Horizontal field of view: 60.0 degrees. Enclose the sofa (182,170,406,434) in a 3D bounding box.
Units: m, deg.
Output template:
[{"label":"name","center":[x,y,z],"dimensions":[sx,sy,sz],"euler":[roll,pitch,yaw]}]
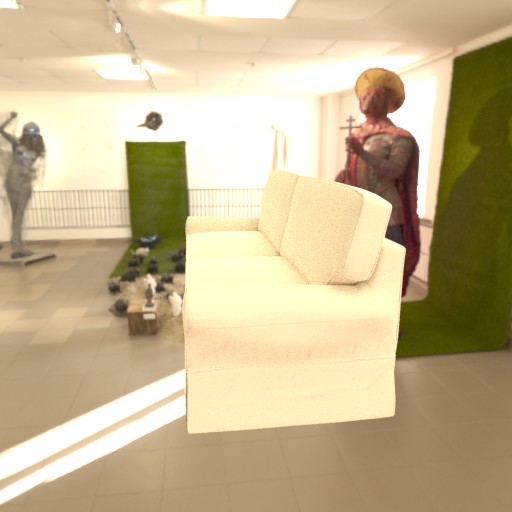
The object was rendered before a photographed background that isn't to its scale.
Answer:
[{"label":"sofa","center":[0.000,0.000,2.567],"dimensions":[0.862,0.937,2.021],"euler":[-2,13,-8]}]
